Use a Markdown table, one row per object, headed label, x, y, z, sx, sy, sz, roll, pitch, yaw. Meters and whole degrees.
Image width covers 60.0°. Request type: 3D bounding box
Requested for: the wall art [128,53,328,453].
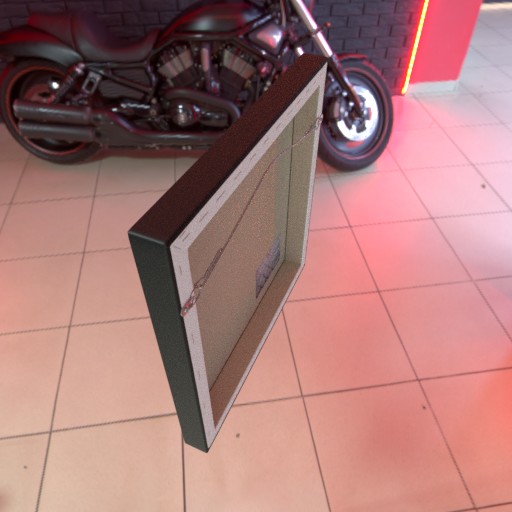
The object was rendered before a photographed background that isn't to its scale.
| label | x | y | z | sx | sy | sz | roll | pitch | yaw |
| --- | --- | --- | --- | --- | --- | --- | --- | --- | --- |
| wall art | 0.000 | 0.000 | 0.615 | 0.041 | 0.407 | 0.406 | 18 | 48 | 17 |
